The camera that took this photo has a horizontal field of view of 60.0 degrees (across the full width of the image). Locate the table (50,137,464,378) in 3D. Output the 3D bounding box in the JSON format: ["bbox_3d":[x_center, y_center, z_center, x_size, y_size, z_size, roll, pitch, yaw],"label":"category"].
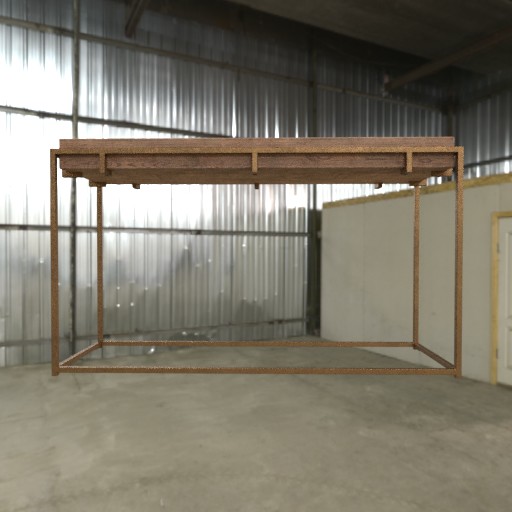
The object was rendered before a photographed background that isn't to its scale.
[{"bbox_3d":[0.000,0.000,1.726,1.400,0.820,0.440,0,1,1],"label":"table"}]
